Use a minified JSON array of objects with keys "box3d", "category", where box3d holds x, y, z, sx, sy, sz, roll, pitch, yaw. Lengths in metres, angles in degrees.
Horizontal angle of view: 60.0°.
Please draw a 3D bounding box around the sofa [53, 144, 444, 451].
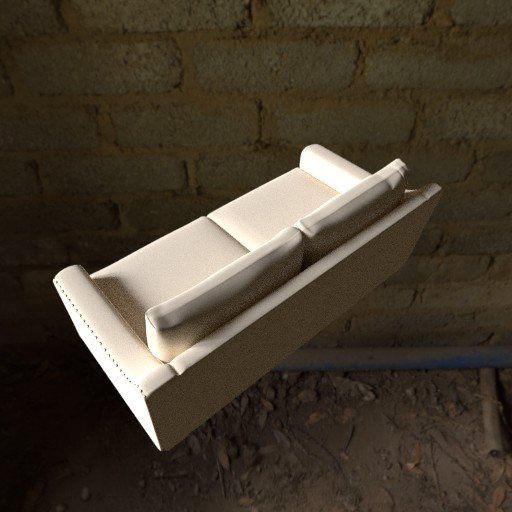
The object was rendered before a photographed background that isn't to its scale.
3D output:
[{"box3d":[0.000,0.000,2.362,1.812,0.830,0.949,-32,54,-27],"category":"sofa"}]
